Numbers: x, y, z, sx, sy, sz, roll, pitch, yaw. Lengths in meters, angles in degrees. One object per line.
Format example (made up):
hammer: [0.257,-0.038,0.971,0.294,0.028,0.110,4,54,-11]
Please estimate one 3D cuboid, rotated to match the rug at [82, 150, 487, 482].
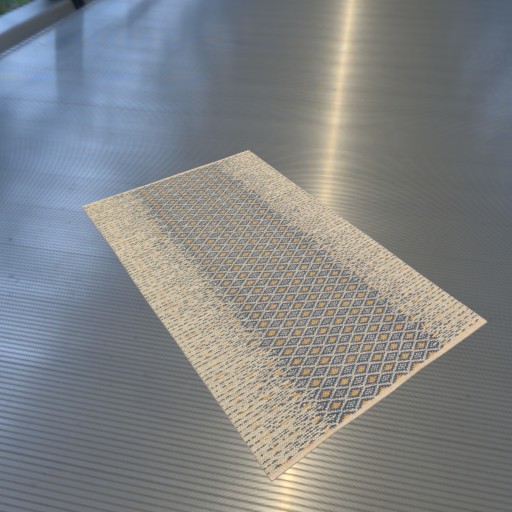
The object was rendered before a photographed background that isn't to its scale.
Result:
rug: [0.000,0.000,2.966,1.541,0.008,2.448,-25,48,-25]
